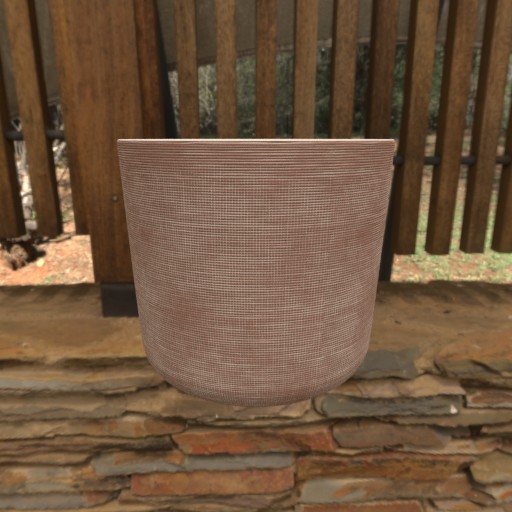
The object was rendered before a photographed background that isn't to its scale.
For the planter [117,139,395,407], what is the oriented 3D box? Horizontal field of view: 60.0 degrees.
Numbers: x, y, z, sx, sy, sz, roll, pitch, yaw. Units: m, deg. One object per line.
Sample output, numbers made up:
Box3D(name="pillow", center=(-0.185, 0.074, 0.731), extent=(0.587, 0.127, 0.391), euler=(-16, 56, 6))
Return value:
Box3D(name="planter", center=(0.000, 0.000, 0.783), extent=(0.440, 0.398, 0.440), euler=(0, 15, 0))
